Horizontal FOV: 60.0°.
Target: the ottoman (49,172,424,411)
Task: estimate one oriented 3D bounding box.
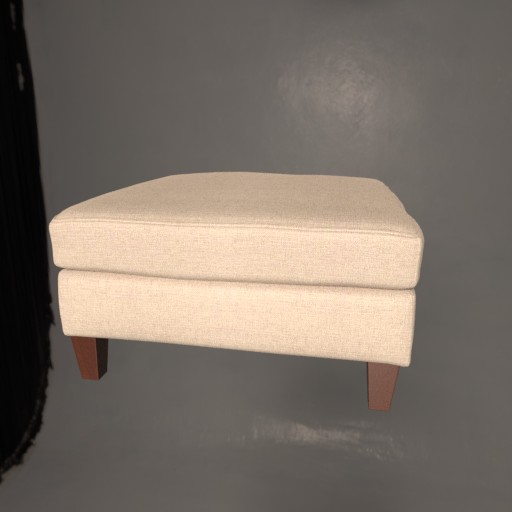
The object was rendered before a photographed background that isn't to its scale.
[{"bbox_3d":[0.000,0.000,1.370,0.838,0.481,0.838,3,16,10],"label":"ottoman"}]
